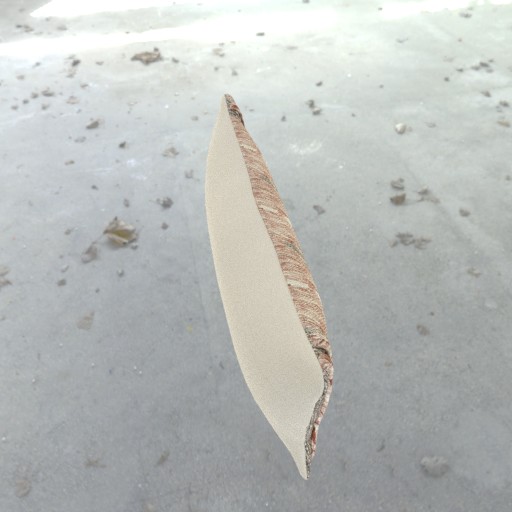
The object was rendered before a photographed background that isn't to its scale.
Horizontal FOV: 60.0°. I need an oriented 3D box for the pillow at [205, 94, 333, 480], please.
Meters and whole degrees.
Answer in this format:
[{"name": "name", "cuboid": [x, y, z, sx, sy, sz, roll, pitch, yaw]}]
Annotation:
[{"name": "pillow", "cuboid": [0.000, 0.000, 0.739, 0.139, 0.282, 0.635, -9, 47, -8]}]
